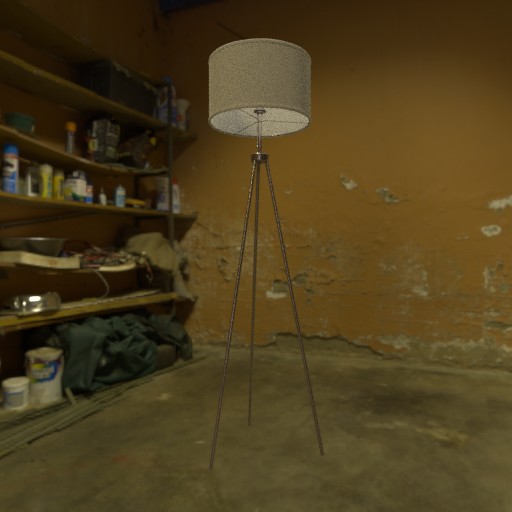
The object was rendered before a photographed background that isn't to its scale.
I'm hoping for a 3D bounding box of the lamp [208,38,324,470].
[{"bbox_3d":[0.000,0.000,1.796,0.448,1.545,0.458,0,0,-19],"label":"lamp"}]
